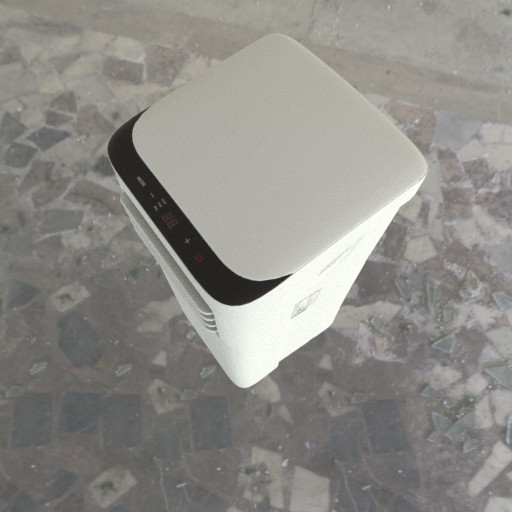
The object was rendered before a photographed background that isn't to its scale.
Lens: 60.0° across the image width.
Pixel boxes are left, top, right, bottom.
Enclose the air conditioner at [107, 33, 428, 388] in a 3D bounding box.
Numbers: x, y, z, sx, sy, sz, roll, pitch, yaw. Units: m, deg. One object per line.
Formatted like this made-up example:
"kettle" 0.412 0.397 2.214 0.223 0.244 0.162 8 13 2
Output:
"air conditioner" 0.000 0.000 0.926 0.369 0.716 0.352 -34 68 -15
